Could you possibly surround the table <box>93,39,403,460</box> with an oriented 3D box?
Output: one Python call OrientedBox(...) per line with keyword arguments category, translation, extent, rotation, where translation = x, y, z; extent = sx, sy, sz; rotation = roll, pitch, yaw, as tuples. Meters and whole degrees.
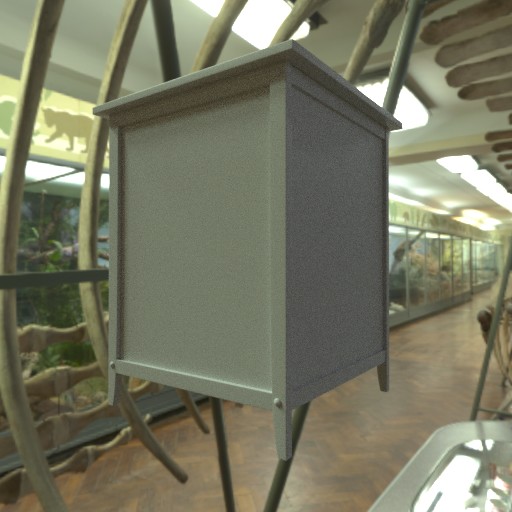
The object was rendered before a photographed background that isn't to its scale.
OrientedBox(category="table", translation=(0.000, 0.000, 0.760), extent=(0.381, 0.483, 0.381), rotation=(0, -1, 36))
